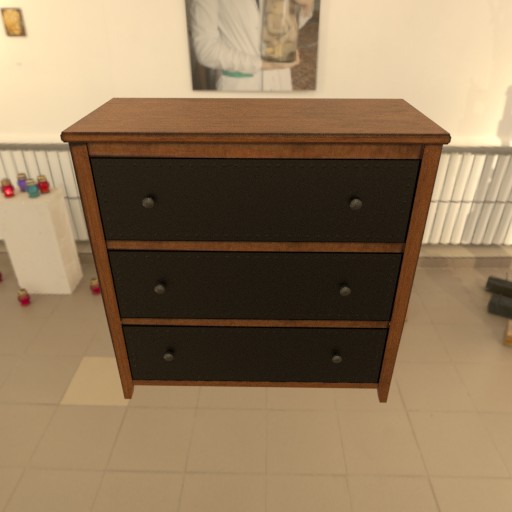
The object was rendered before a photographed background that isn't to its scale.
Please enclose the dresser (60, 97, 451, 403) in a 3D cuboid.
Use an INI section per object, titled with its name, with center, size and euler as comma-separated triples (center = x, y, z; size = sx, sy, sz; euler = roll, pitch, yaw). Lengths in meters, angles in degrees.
[dresser]
center = 0.000, 0.000, 1.954
size = 1.250, 1.224, 0.591
euler = 1, 30, 1
